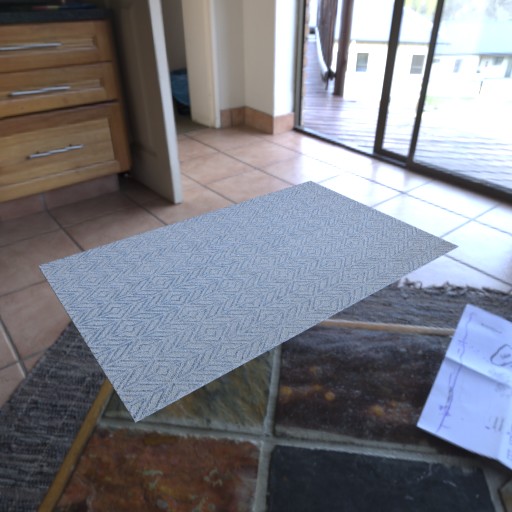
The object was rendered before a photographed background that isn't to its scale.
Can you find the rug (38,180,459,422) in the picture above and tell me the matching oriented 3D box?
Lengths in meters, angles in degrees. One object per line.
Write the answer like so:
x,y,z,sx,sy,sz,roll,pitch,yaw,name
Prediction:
0.000,0.000,3.024,2.441,0.008,1.526,-22,38,-31,rug
